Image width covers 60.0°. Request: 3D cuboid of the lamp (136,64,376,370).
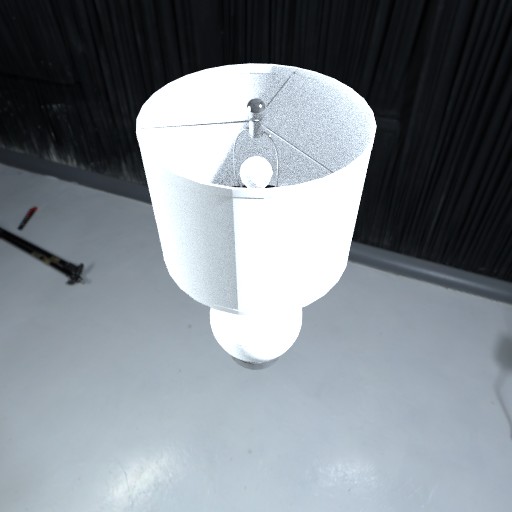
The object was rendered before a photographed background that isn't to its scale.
[{"bbox_3d":[0.000,0.000,0.894,0.357,0.673,0.357,17,49,15],"label":"lamp"}]
